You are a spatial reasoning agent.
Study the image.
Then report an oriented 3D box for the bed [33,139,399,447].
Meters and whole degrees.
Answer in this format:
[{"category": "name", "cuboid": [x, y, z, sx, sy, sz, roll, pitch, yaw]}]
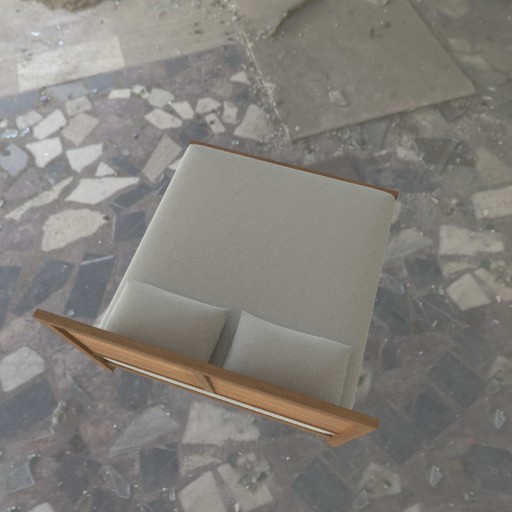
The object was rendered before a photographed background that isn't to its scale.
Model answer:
[{"category": "bed", "cuboid": [0.000, 0.000, 3.497, 2.003, 1.387, 2.184, 16, 64, 8]}]
